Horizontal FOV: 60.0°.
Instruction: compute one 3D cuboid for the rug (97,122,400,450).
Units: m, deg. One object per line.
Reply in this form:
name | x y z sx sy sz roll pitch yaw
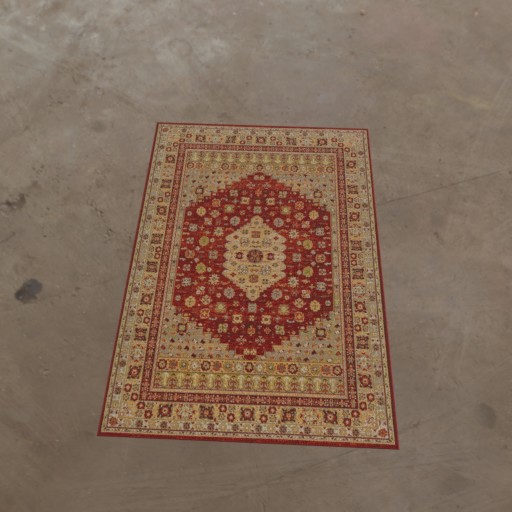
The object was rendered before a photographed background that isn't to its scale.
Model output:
rug | 0.000 0.000 2.835 1.593 0.013 2.211 2 63 1
